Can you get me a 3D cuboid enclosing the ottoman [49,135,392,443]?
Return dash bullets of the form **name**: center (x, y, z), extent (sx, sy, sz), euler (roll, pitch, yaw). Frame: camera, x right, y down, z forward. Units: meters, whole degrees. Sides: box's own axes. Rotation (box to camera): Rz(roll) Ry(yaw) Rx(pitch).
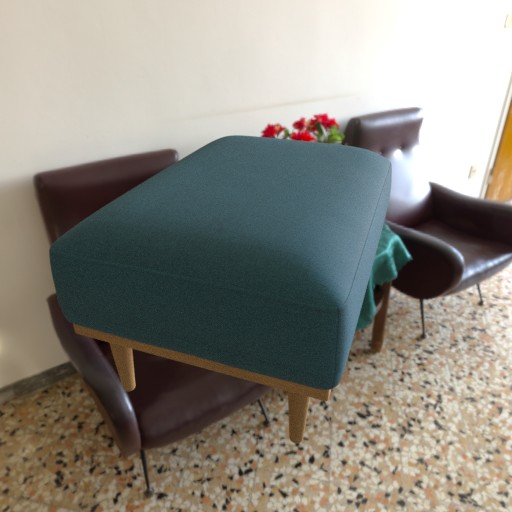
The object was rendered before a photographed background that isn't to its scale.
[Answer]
- **ottoman**: center (0.000, 0.000, 1.069), extent (0.549, 0.428, 0.749), euler (10, 31, 17)
